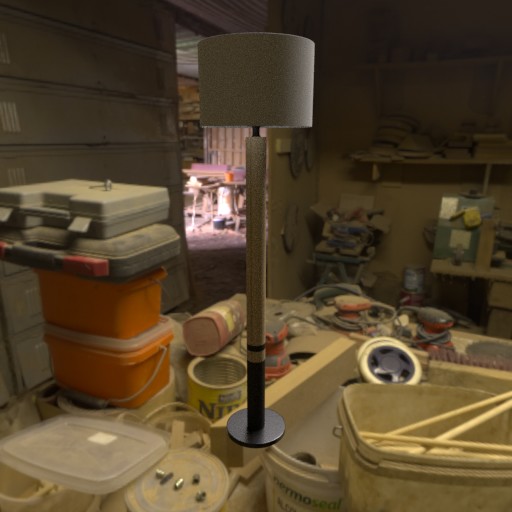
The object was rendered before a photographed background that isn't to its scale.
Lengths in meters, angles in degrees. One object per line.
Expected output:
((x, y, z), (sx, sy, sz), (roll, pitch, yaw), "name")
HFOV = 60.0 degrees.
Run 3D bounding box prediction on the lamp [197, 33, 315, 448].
((0.000, 0.000, 1.640), (0.381, 1.478, 0.381), (7, 17, 25), "lamp")
